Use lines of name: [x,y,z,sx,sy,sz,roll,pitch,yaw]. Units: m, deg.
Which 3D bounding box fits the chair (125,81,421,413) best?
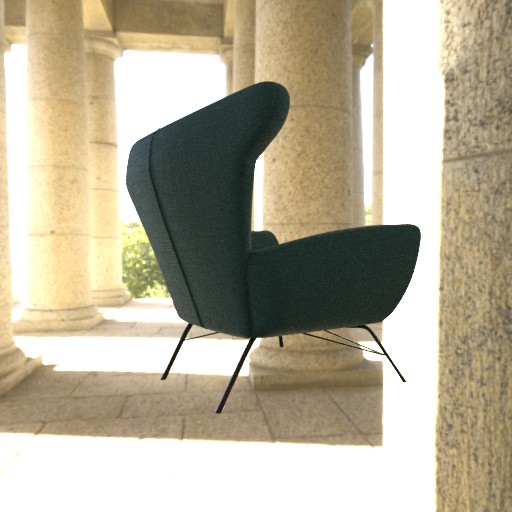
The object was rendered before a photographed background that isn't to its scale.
chair: [0.000,0.000,1.765,0.900,0.980,1.050,-1,1,-36]
